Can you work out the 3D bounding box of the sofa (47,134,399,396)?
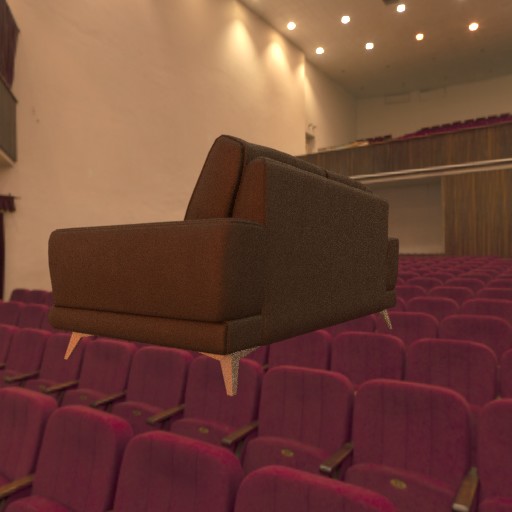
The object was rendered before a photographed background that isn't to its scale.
[{"bbox_3d":[0.000,0.000,2.357,1.018,0.907,1.806,0,0,34],"label":"sofa"}]
